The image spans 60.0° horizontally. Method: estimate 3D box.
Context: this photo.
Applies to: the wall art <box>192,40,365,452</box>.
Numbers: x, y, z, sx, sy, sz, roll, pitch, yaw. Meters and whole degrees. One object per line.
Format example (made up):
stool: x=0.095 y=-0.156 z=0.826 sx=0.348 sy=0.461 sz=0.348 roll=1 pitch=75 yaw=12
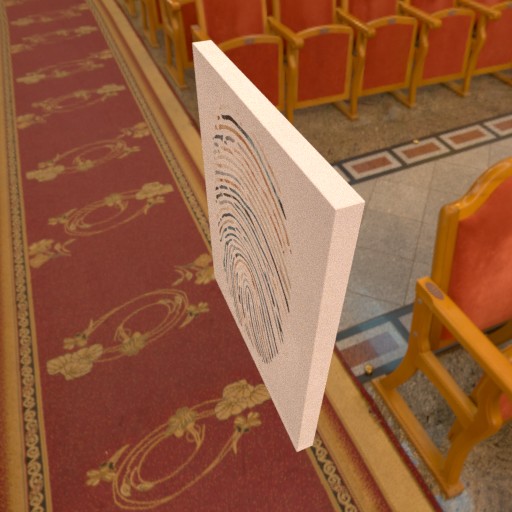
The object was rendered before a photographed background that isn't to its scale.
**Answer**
wall art: x=0.000 y=0.000 z=0.831 sx=0.037 sy=0.606 sz=0.508 roll=-16 pitch=47 yaw=-16
